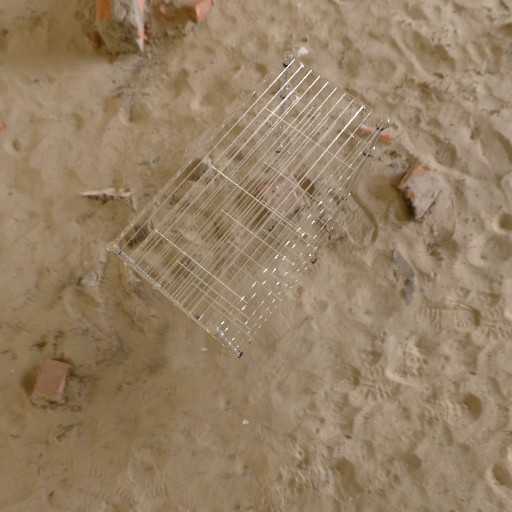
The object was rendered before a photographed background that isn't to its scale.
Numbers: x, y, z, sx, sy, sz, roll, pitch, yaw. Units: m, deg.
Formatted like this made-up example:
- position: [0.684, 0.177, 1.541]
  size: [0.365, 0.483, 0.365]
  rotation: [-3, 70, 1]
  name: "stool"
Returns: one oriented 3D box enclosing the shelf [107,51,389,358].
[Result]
- position: [0.000, 0.000, 1.911]
  size: [0.356, 1.587, 0.762]
  rotation: [38, 78, 9]
  name: "shelf"
